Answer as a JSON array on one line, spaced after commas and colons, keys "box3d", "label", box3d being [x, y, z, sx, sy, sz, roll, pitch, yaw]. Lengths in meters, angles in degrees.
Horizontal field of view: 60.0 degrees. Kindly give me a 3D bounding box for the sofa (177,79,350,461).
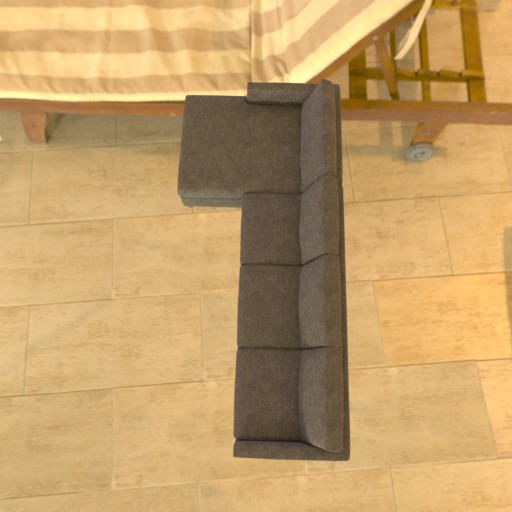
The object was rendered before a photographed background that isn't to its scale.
[{"box3d": [0.000, 0.000, 4.196, 1.606, 0.954, 3.471, 2, 74, 0], "label": "sofa"}]
